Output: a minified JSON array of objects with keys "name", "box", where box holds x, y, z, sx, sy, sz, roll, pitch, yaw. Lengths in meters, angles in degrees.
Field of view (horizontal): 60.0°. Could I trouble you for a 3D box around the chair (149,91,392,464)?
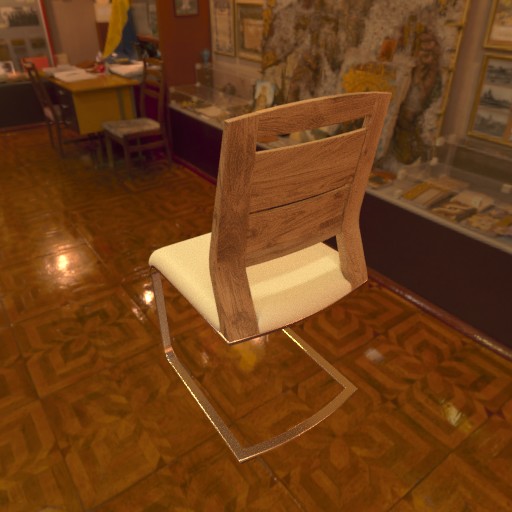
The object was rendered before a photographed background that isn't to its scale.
[{"name":"chair","box":[0.000,0.000,1.264,0.457,0.955,0.561,-20,37,-29]}]
